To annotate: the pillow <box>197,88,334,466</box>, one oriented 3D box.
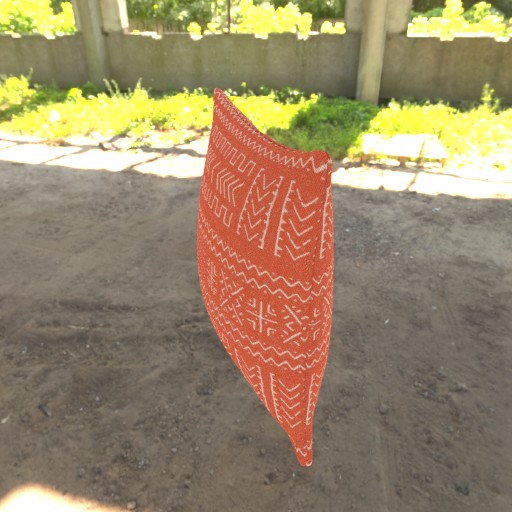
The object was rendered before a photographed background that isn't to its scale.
[{"bbox_3d":[0.000,0.000,0.671,0.164,0.429,0.438,-9,29,-16],"label":"pillow"}]
